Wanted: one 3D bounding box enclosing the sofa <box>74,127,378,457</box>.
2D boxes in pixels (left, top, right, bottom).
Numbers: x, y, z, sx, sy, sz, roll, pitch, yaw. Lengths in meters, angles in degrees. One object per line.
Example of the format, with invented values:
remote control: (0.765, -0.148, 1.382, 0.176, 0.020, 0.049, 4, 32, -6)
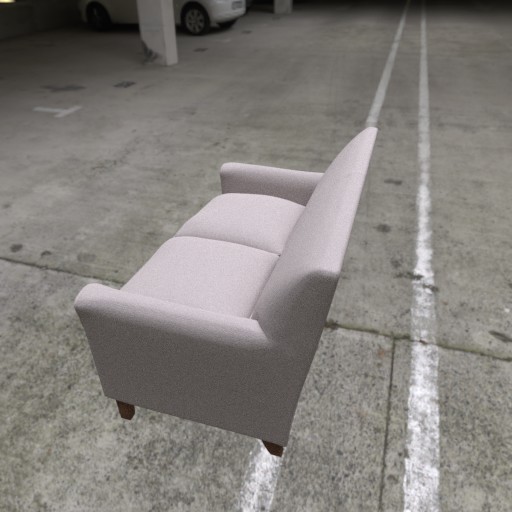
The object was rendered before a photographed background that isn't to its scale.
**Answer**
sofa: (0.000, 0.000, 2.041, 0.888, 0.890, 1.482, 9, 32, 15)
